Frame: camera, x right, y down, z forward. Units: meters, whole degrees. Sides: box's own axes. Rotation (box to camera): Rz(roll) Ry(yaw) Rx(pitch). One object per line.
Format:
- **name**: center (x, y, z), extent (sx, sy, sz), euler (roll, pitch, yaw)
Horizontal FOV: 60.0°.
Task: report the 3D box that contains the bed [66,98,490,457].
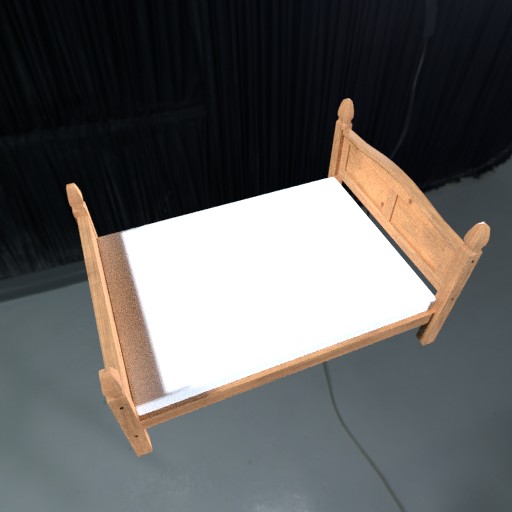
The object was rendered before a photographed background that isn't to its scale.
- **bed**: center (0.000, 0.000, 2.885), extent (2.069, 1.100, 1.490), euler (-16, 50, -15)
